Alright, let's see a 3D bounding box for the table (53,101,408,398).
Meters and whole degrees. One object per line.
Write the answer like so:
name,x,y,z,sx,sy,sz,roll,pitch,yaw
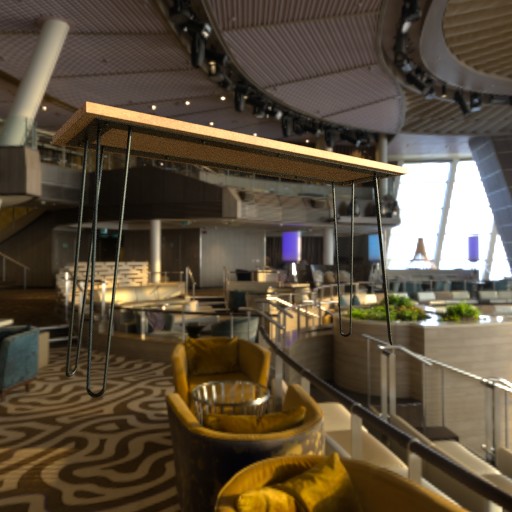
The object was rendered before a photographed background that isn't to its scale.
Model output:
table,0.000,0.000,1.734,1.400,0.799,0.399,1,-1,-36
